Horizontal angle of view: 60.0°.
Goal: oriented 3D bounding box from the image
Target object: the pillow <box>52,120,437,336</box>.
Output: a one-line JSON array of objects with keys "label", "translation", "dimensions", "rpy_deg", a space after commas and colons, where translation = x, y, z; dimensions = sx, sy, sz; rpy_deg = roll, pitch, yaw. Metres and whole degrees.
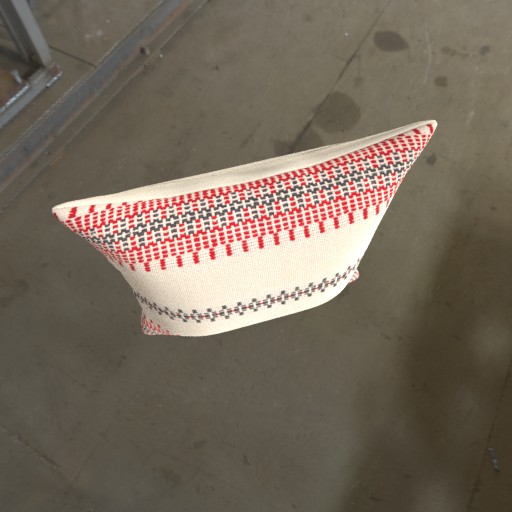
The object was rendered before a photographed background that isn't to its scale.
[{"label": "pillow", "translation": [0.000, 0.000, 0.711], "dimensions": [0.463, 0.454, 0.160], "rpy_deg": [-14, 64, -7]}]
